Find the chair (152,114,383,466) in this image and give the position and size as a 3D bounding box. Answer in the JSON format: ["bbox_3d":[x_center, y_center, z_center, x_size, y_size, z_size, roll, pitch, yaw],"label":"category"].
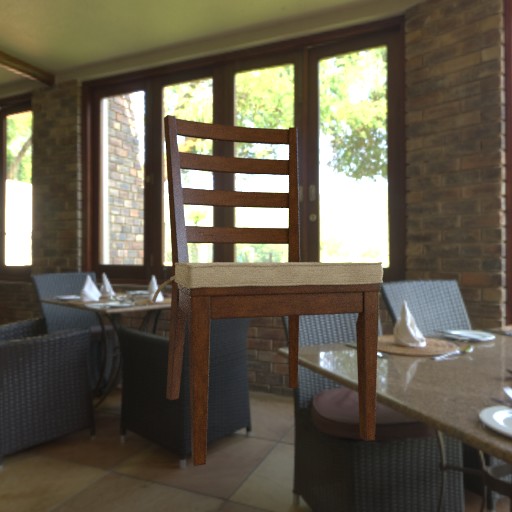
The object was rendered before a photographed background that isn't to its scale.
[{"bbox_3d":[0.000,0.000,1.369,0.593,0.979,0.595,0,0,-18],"label":"chair"}]
